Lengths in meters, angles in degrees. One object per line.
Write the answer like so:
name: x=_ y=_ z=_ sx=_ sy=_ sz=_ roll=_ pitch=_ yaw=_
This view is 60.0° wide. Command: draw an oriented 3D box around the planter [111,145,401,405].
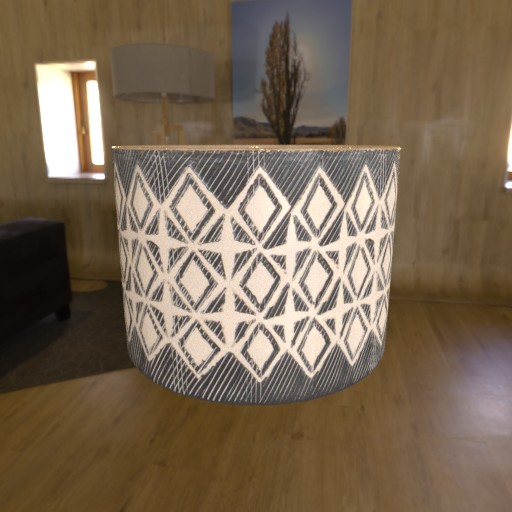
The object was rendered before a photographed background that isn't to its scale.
planter: x=0.000 y=0.000 z=0.216 sx=0.126 sy=0.104 sz=0.126 roll=0 pitch=15 yaw=0
